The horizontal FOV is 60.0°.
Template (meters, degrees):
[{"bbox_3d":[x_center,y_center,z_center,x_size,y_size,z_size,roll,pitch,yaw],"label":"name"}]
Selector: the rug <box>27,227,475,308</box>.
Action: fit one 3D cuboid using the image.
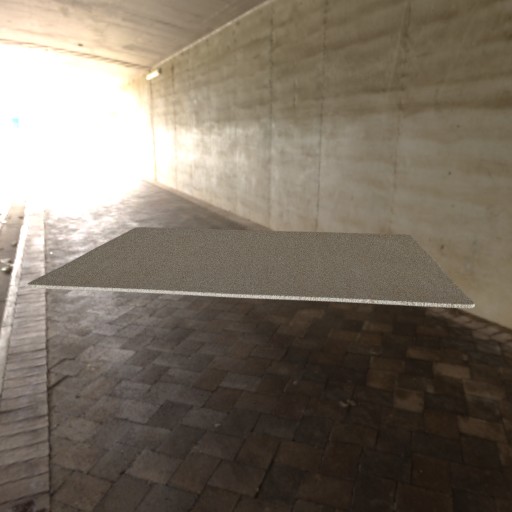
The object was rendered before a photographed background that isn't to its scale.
[{"bbox_3d":[0.000,0.000,3.478,2.698,0.025,1.798,2,16,7],"label":"rug"}]
